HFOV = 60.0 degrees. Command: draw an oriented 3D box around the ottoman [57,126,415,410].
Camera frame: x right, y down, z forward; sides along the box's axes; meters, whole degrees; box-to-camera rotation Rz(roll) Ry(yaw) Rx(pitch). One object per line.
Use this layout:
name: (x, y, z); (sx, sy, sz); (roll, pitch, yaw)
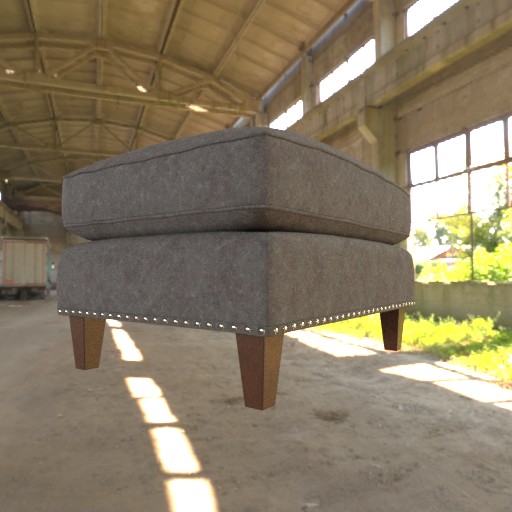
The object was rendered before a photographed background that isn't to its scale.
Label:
ottoman: (0.000, 0.000, 1.122); (0.584, 0.513, 0.741); (-1, -2, 36)
